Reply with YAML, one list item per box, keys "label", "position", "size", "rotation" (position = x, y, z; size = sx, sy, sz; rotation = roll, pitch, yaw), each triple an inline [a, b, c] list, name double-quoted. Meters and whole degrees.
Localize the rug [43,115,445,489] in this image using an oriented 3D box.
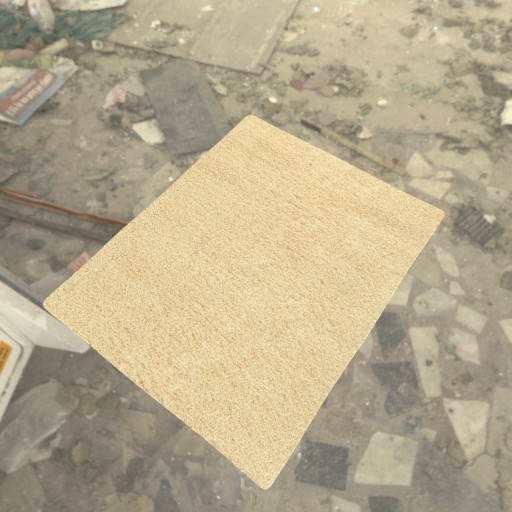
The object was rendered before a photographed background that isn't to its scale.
- label: "rug"
  position: [0.000, 0.000, 4.073]
  size: [2.401, 0.025, 3.001]
  rotation: [32, 63, 18]
